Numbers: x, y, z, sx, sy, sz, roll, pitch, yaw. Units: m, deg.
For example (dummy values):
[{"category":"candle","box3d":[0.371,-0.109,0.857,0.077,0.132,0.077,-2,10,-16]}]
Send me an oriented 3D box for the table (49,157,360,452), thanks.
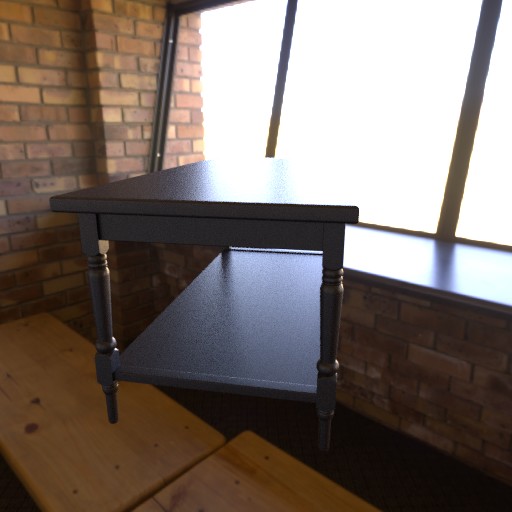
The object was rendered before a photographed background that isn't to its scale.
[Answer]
[{"category":"table","box3d":[0.000,0.000,1.344,0.550,0.510,1.107,3,17,11]}]
